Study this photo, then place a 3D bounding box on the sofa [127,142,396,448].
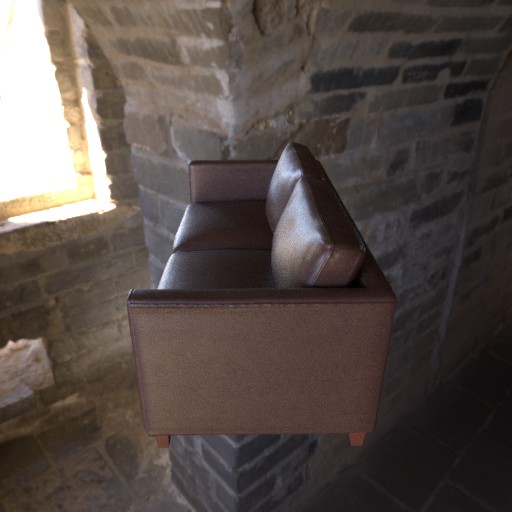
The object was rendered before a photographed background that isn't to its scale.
[{"bbox_3d":[0.000,0.000,2.435,0.951,0.933,1.883,0,26,-1],"label":"sofa"}]
